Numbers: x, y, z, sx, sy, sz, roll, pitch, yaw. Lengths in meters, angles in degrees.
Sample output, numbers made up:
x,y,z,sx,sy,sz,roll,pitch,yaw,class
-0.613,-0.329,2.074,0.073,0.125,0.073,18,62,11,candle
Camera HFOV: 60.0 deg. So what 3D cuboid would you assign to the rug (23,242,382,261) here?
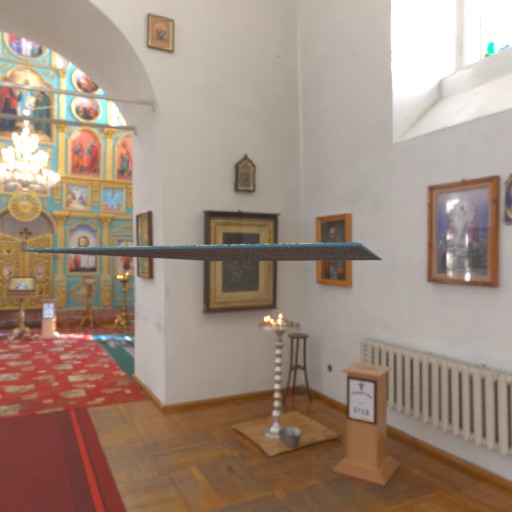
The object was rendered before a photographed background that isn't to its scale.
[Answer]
x,y,z,sx,sy,sz,roll,pitch,yaw,class
0.000,0.000,3.468,1.816,0.018,2.746,-1,-2,18,rug
